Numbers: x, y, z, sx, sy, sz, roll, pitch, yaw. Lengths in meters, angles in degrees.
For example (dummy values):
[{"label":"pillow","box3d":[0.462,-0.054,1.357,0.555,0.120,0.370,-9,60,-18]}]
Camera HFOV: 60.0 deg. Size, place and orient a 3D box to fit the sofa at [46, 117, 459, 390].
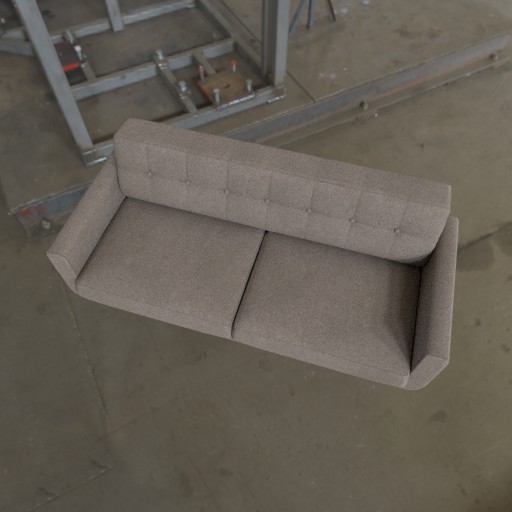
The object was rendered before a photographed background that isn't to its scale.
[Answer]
[{"label":"sofa","box3d":[0.000,0.000,2.450,2.029,0.841,0.909,14,58,9]}]
